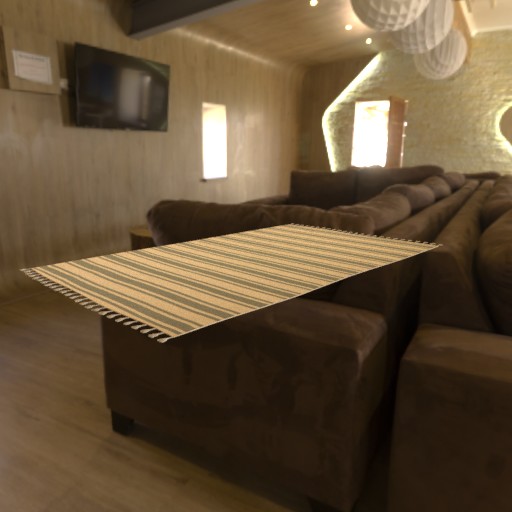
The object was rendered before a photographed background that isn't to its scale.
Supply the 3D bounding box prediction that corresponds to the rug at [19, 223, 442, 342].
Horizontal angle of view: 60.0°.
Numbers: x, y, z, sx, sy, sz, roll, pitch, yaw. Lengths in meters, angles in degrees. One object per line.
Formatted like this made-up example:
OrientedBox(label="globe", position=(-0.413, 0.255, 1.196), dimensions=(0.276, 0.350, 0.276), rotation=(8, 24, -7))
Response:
OrientedBox(label="rug", position=(0.000, 0.000, 2.456), dimensions=(1.222, 0.009, 2.084), rotation=(13, 18, 43))
